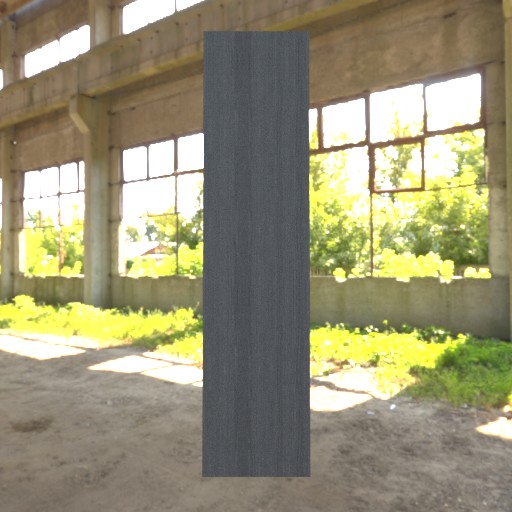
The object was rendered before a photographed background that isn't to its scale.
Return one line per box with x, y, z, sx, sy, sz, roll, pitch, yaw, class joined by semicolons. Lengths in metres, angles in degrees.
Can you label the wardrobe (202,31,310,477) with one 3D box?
0.000;0.000;2.872;0.480;2.000;1.770;0;-1;0;wardrobe
